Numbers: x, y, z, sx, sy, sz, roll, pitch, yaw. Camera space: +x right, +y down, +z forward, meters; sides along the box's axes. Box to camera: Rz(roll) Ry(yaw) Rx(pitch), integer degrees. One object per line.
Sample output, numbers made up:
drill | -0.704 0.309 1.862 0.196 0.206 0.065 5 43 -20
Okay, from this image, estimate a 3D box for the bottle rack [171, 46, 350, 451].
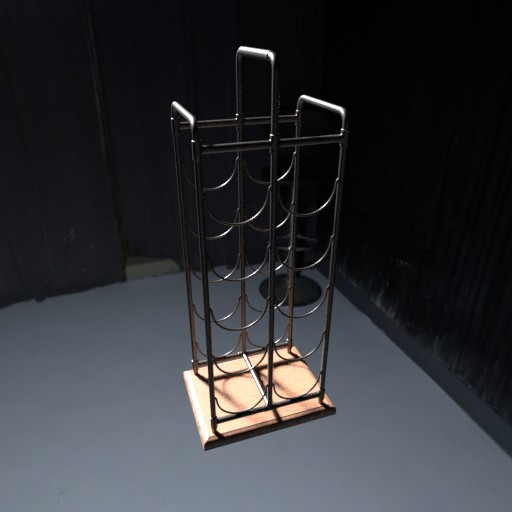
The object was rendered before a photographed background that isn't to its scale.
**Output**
bottle rack | 0.000 0.000 0.800 0.276 0.680 0.208 -9 29 -17
